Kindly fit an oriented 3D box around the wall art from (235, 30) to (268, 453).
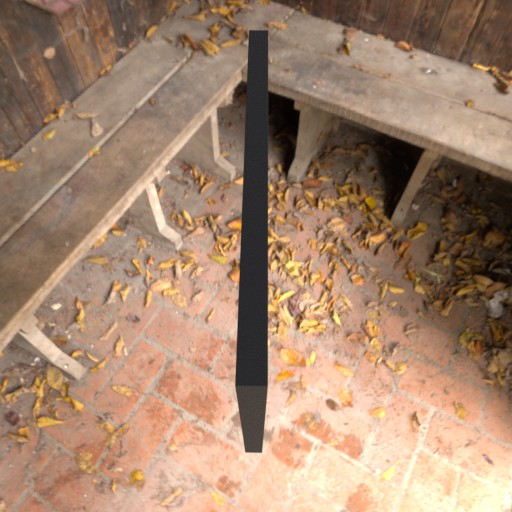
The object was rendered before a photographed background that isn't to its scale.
[{"bbox_3d":[0.000,0.000,0.747,0.030,0.454,0.554,1,59,0],"label":"wall art"}]
